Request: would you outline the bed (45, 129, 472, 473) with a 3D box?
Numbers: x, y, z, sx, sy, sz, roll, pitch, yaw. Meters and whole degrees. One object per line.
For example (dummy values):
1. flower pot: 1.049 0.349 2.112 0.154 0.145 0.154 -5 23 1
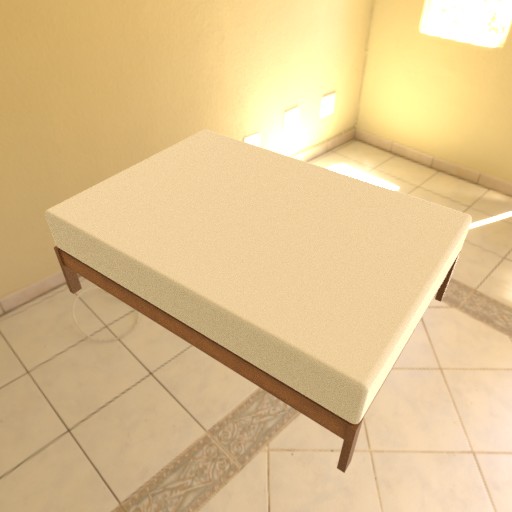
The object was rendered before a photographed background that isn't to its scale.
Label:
1. bed: 0.000 0.000 2.590 1.927 0.616 1.348 25 46 27
